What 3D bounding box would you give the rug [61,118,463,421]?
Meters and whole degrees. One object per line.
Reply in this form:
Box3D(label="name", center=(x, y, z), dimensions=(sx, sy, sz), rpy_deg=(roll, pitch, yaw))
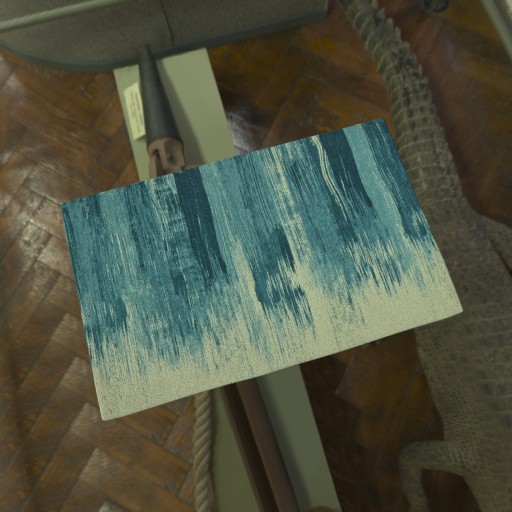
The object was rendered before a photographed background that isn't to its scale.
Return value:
Box3D(label="rug", center=(0.000, 0.000, 3.040), dimensions=(2.450, 0.027, 1.540), rpy_deg=(-16, 75, -4))
